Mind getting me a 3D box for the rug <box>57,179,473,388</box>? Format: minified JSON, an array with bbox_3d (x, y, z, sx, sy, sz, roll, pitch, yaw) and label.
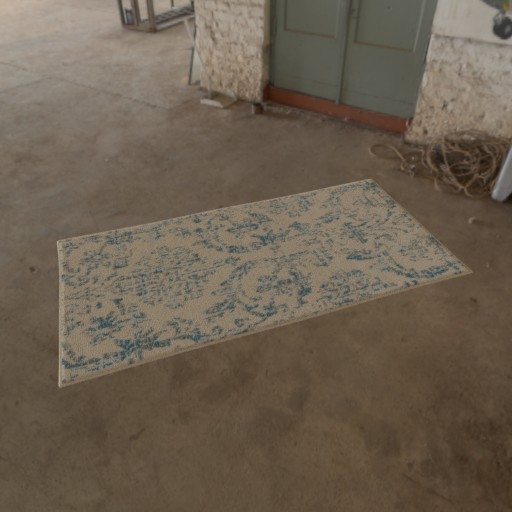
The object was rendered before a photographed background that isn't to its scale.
[{"bbox_3d":[0.000,0.000,1.437,1.220,0.007,0.605,-13,42,-15],"label":"rug"}]
